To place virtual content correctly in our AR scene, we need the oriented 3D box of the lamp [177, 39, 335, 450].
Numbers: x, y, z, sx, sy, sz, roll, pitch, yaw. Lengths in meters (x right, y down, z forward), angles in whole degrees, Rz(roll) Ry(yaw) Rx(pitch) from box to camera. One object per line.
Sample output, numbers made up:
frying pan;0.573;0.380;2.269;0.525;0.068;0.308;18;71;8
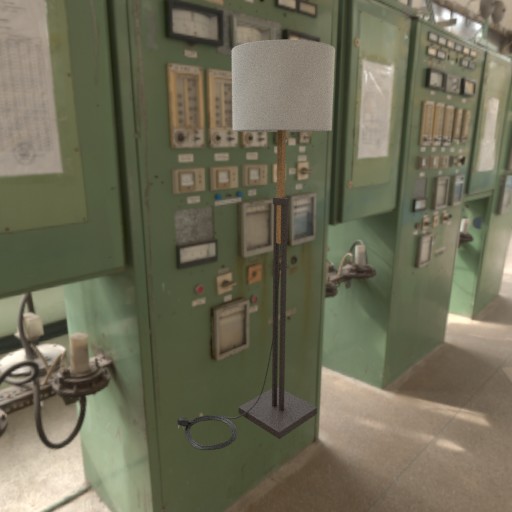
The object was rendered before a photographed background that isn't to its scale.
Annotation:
lamp;0.000;0.000;1.909;0.639;1.650;0.474;-14;20;-43
